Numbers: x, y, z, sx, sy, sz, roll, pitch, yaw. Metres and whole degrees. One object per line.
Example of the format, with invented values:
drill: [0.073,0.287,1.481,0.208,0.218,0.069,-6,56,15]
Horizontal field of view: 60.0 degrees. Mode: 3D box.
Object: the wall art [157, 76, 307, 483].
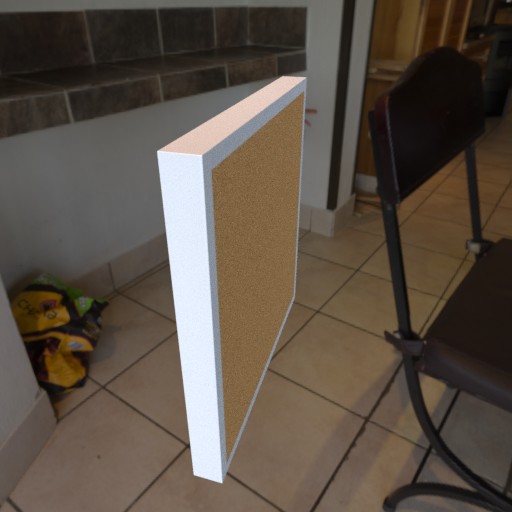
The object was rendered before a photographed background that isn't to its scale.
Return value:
wall art: [0.000,0.000,0.609,0.038,0.406,0.406,9,31,15]
